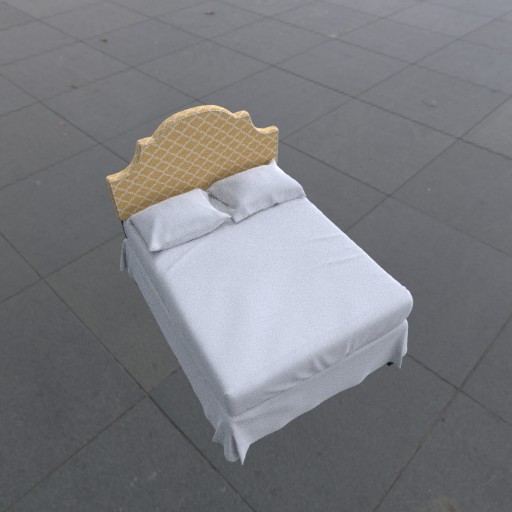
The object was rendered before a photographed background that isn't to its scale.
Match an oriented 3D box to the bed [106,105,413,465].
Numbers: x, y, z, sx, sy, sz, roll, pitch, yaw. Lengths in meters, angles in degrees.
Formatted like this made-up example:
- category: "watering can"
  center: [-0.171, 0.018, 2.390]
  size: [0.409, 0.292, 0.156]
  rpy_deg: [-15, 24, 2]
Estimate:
- category: "bed"
  center: [0.000, 0.000, 3.482]
  size: [1.780, 1.633, 2.222]
  rpy_deg: [-23, 50, -21]
